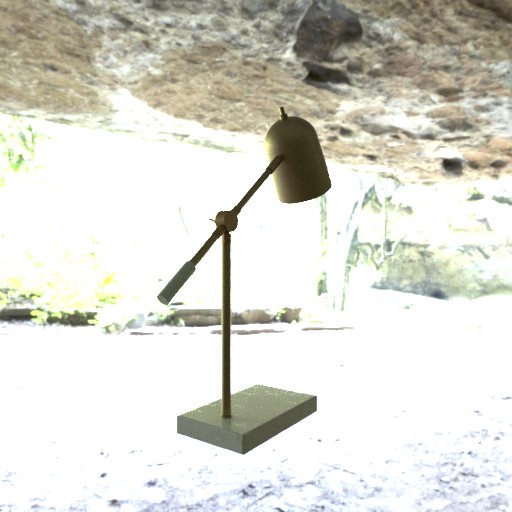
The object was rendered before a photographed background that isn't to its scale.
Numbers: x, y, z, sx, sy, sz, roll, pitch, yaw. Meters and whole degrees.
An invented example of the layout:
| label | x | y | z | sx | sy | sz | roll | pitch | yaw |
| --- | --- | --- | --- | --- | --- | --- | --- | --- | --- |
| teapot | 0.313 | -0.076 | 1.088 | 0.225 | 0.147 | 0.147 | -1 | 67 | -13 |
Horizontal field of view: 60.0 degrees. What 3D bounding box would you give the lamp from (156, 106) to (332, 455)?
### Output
| label | x | y | z | sx | sy | sz | roll | pitch | yaw |
| --- | --- | --- | --- | --- | --- | --- | --- | --- | --- |
| lamp | 0.000 | 0.000 | 0.820 | 0.144 | 0.603 | 0.471 | 0 | 0 | 36 |
